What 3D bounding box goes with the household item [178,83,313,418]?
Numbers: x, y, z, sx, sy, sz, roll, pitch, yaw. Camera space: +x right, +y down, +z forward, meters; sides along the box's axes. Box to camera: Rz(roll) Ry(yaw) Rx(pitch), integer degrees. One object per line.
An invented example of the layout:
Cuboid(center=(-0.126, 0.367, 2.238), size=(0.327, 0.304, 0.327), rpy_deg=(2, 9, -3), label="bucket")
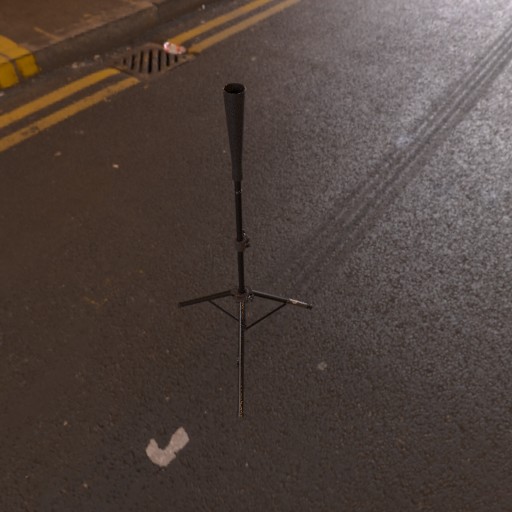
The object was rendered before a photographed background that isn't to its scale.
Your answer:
Cuboid(center=(0.000, 0.000, 1.384), size=(0.559, 1.067, 0.559), rpy_deg=(-10, 48, -9), label="household item")
